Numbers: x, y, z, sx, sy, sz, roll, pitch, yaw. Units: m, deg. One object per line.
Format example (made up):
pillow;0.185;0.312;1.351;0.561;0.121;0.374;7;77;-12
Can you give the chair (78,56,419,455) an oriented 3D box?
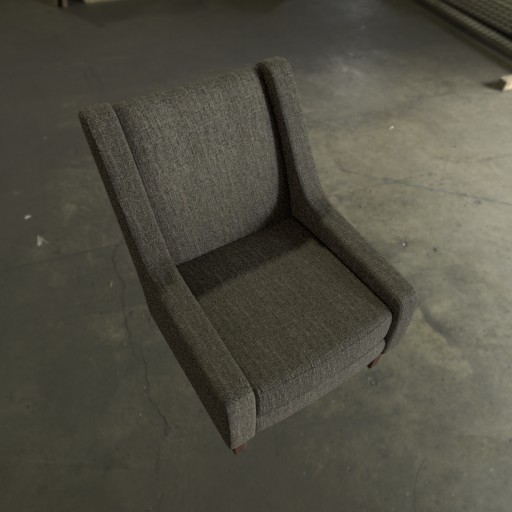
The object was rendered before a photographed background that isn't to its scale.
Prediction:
chair;0.000;0.000;1.649;0.793;1.012;0.944;-25;51;-22
